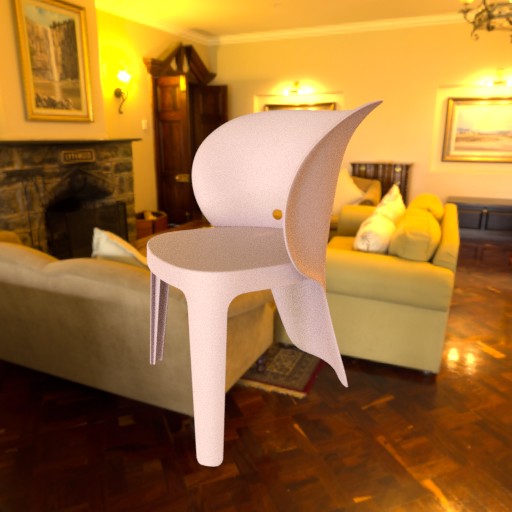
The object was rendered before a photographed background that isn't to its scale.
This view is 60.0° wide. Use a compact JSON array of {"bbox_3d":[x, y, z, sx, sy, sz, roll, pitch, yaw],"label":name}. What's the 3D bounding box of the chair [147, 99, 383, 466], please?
[{"bbox_3d":[0.000,0.000,0.850,0.402,0.554,0.451,-7,17,-24],"label":"chair"}]
